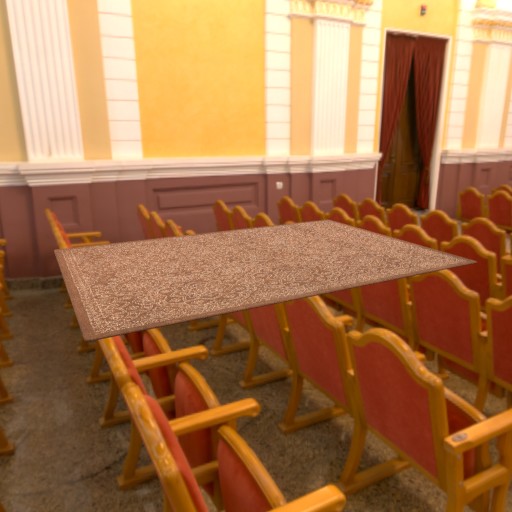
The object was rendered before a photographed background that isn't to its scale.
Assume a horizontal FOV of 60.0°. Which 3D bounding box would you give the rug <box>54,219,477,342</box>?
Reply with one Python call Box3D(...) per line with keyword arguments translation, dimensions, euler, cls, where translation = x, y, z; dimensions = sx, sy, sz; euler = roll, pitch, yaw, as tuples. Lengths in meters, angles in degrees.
Box3D(translation=(0.000, 0.000, 2.860), dimensions=(2.286, 0.011, 1.524), euler=(-8, 18, -27), cls="rug")
